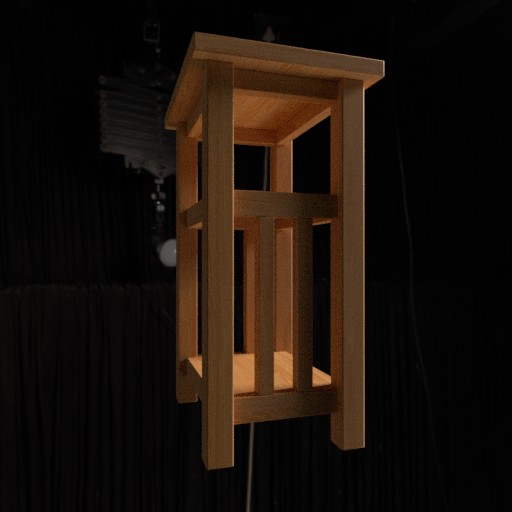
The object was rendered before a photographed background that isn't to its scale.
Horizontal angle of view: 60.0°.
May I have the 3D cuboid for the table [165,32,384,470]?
[{"bbox_3d":[0.000,0.000,0.750,0.270,0.550,0.350,0,0,-17],"label":"table"}]
